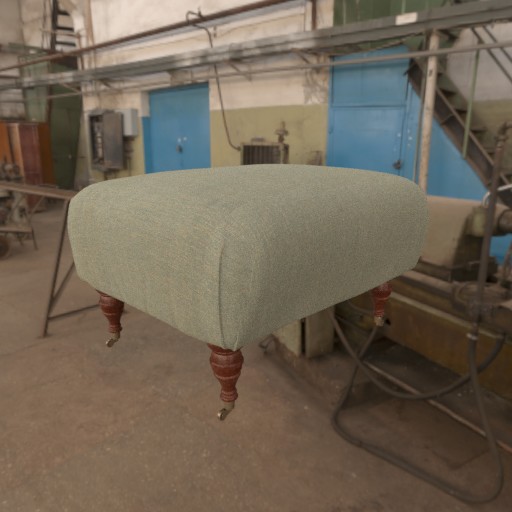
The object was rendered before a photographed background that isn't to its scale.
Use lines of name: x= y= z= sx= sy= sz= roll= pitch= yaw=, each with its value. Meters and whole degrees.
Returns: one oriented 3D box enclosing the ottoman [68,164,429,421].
ottoman: x=0.000 y=0.000 z=1.140 sx=0.622 sy=0.450 sz=0.747 roll=14 pitch=21 yaw=42
